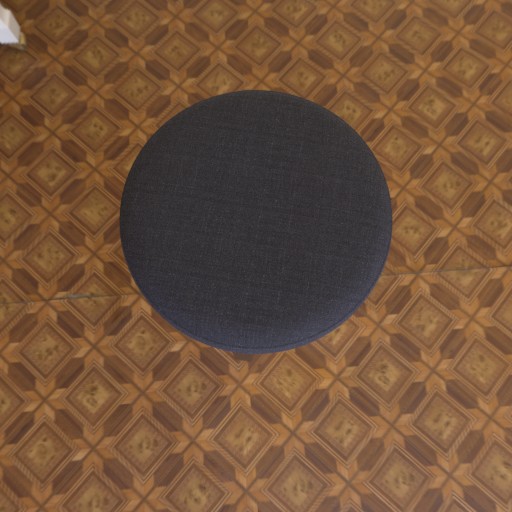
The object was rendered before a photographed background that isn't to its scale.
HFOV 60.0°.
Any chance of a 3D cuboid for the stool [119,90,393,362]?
[{"bbox_3d":[0.000,0.000,0.971,0.449,0.655,0.449,0,76,0],"label":"stool"}]
